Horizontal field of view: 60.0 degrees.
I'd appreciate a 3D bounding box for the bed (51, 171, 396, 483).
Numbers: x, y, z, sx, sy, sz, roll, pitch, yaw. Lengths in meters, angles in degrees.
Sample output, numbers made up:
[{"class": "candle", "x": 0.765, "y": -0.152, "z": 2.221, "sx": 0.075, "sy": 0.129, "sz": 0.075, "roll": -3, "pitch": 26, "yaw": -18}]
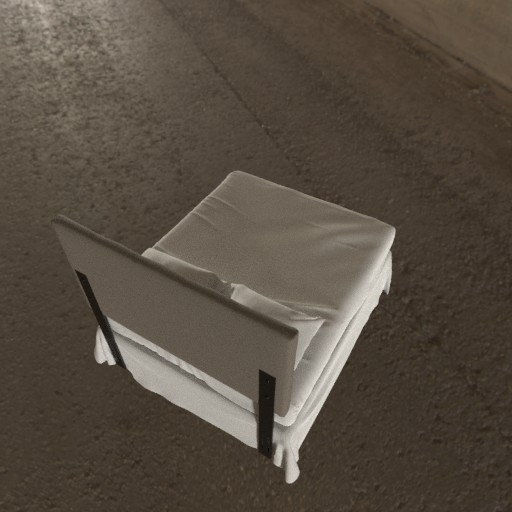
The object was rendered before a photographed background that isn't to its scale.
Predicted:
[{"class": "bed", "x": 0.000, "y": 0.000, "z": 3.491, "sx": 1.936, "sy": 1.577, "sz": 2.222, "roll": 24, "pitch": 51, "yaw": 21}]
